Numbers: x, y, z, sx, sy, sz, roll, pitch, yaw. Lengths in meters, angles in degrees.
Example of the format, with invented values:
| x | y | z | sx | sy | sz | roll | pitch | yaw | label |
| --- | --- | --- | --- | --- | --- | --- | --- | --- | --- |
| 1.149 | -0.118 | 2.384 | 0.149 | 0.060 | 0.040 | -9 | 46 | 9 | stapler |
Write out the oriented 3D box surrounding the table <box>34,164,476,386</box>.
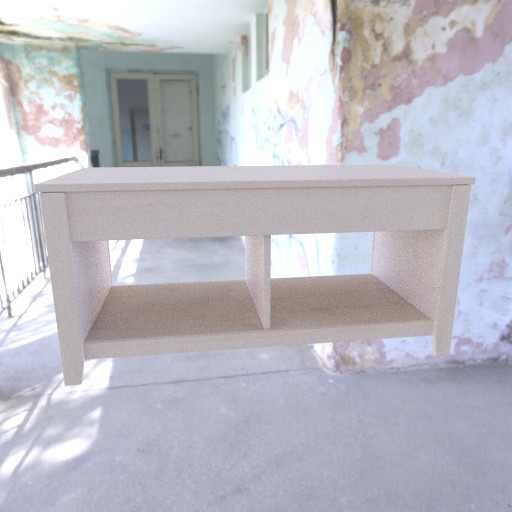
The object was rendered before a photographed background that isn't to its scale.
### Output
| x | y | z | sx | sy | sz | roll | pitch | yaw | label |
| --- | --- | --- | --- | --- | --- | --- | --- | --- | --- |
| 0.000 | 0.000 | 1.289 | 1.016 | 0.483 | 0.457 | -2 | 16 | -8 | table |
